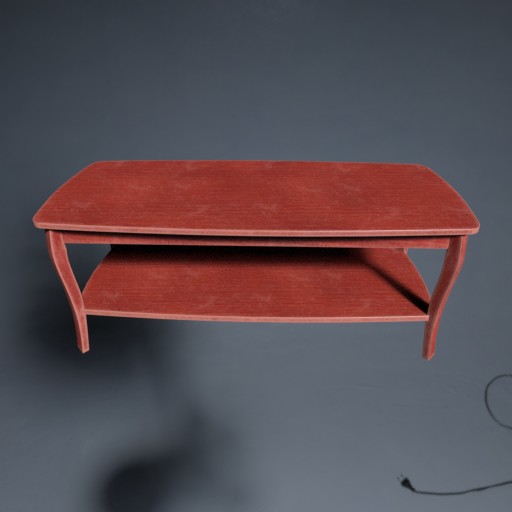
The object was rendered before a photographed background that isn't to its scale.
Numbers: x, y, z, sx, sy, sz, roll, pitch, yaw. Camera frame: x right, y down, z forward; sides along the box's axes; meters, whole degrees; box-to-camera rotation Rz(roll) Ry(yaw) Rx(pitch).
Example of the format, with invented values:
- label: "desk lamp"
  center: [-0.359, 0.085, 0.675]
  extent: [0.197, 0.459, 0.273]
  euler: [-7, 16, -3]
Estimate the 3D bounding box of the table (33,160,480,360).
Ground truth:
- label: "table"
  center: [0.000, 0.000, 1.478]
  extent: [1.216, 0.473, 0.561]
  euler: [1, 30, 2]
